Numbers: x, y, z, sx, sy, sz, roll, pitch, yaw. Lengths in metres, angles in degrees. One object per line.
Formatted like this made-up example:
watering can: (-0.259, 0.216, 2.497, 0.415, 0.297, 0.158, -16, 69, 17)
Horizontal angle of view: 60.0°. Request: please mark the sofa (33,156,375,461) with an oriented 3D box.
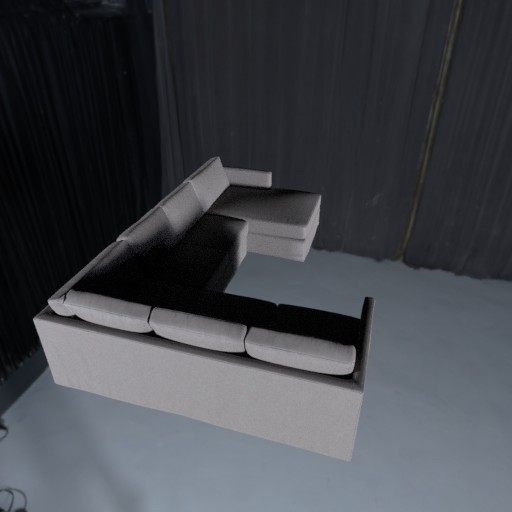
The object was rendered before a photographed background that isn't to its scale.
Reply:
sofa: (0.000, 0.000, 4.512, 2.427, 0.882, 3.460, 9, 33, 14)
